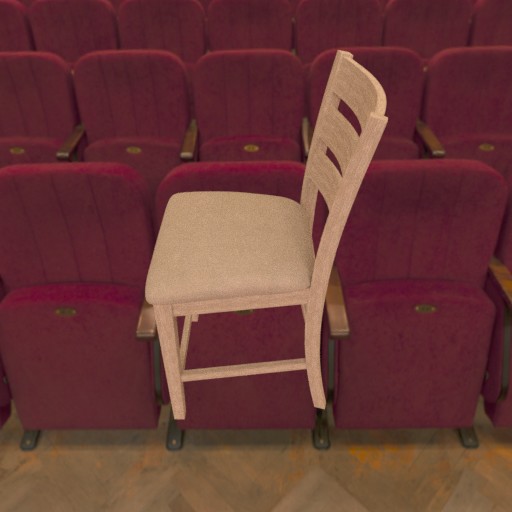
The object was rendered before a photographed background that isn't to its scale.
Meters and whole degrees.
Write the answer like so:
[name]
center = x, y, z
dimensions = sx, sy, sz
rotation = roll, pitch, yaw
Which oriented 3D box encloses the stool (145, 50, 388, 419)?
[stool]
center = 0.000, 0.000, 1.319
dimensions = 0.569, 1.032, 0.484
rotation = 0, 40, 0
